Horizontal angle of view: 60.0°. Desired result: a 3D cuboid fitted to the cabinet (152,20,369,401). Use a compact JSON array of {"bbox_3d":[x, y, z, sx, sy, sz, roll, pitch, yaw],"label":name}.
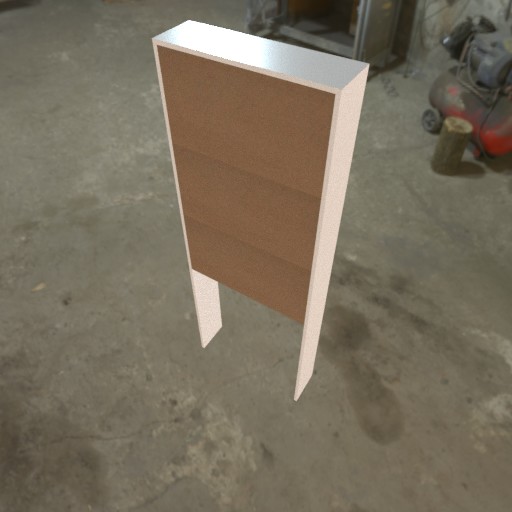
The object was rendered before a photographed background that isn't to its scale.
[{"bbox_3d":[0.000,0.000,1.954,0.643,1.770,0.192,24,51,22],"label":"cabinet"}]
